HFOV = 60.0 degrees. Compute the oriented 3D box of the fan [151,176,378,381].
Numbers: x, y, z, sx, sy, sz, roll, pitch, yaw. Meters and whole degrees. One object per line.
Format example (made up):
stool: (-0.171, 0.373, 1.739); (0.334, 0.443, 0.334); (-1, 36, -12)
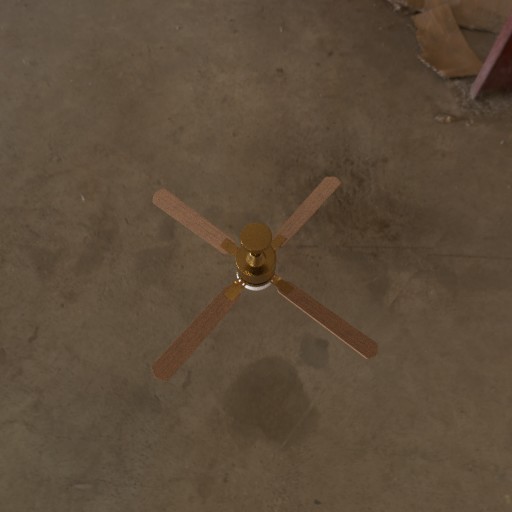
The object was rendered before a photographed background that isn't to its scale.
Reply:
fan: (0.000, 0.000, 1.977); (1.320, 0.355, 1.320); (36, 68, 17)
